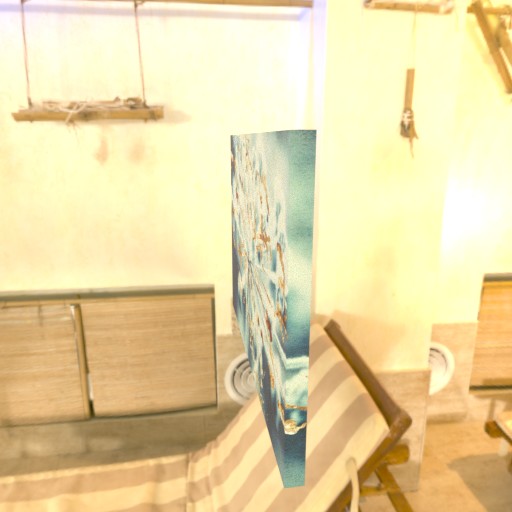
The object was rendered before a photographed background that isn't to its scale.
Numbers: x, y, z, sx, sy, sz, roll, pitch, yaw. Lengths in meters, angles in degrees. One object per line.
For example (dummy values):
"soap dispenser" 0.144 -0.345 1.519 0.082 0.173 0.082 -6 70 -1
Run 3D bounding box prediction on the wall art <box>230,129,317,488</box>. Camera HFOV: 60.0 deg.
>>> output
"wall art" 0.000 0.000 1.142 0.038 0.608 0.912 -2 15 -8
